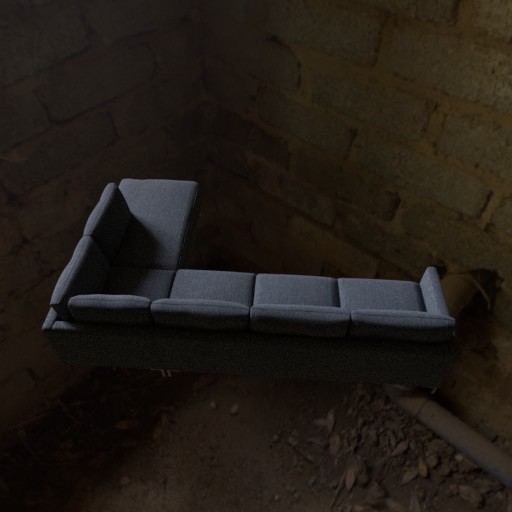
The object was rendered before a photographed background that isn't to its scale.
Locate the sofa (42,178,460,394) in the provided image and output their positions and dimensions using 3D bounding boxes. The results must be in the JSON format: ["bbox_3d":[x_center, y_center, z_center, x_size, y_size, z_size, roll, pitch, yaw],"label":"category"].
[{"bbox_3d":[0.000,0.000,3.856,2.949,0.815,2.007,3,47,3],"label":"sofa"}]
